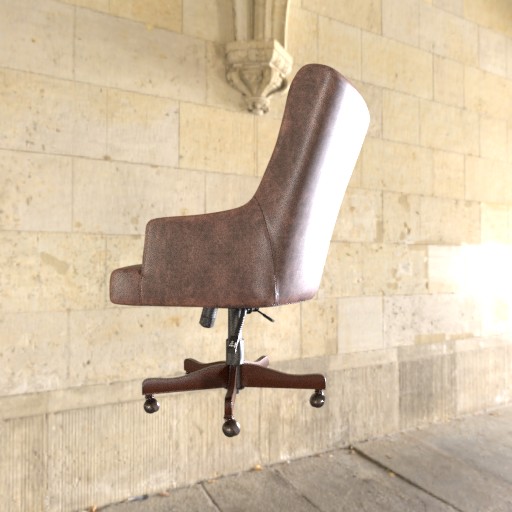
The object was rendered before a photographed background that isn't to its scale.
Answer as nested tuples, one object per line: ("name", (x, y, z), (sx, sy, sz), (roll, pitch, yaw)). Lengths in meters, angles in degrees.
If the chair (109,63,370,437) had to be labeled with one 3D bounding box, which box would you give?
("chair", (0.000, 0.000, 1.532), (0.762, 1.035, 0.641), (0, -1, 18))
